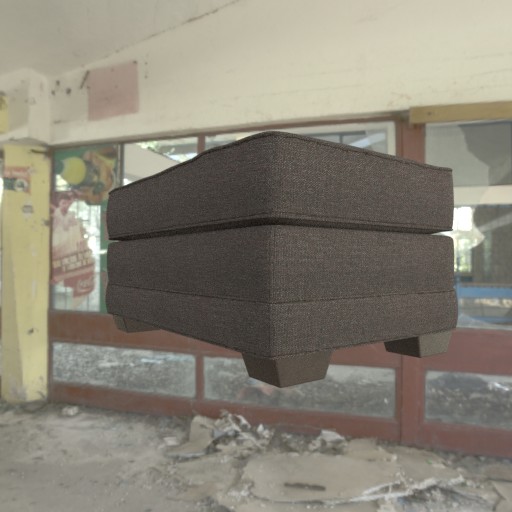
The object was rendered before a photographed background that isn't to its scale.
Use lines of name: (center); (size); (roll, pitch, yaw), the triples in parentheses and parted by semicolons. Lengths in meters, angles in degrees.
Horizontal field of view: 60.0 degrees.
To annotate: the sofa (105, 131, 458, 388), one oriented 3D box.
sofa: (0.000, 0.000, 1.222); (0.578, 0.457, 0.854); (1, -1, -36)
